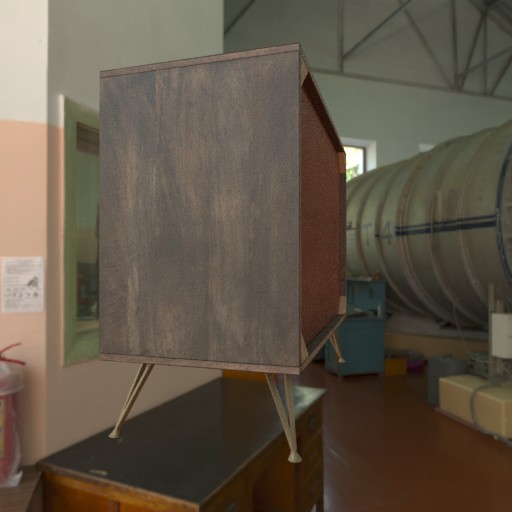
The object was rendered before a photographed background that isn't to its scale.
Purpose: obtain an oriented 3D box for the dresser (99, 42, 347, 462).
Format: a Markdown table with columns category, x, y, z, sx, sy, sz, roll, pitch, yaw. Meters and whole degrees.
| category | x | y | z | sx | sy | sz | roll | pitch | yaw |
| --- | --- | --- | --- | --- | --- | --- | --- | --- | --- |
| dresser | 0.000 | 0.000 | 1.344 | 0.453 | 0.801 | 0.923 | 0 | -1 | 17 |
